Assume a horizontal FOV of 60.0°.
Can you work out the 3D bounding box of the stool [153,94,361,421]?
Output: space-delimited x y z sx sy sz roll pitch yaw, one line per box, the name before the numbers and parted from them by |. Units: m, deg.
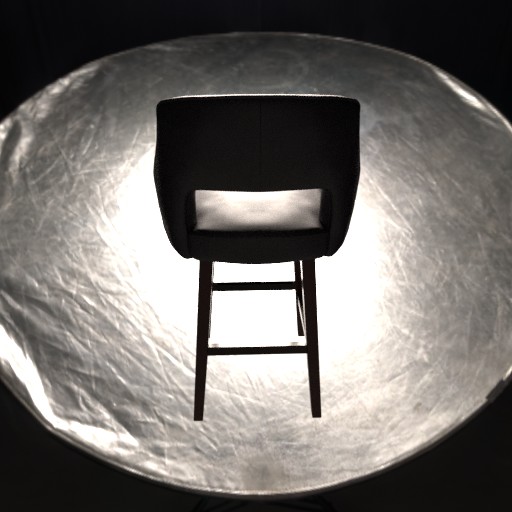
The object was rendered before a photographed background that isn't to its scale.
stool | 0.000 0.000 1.371 0.550 1.041 0.560 -1 30 -2
